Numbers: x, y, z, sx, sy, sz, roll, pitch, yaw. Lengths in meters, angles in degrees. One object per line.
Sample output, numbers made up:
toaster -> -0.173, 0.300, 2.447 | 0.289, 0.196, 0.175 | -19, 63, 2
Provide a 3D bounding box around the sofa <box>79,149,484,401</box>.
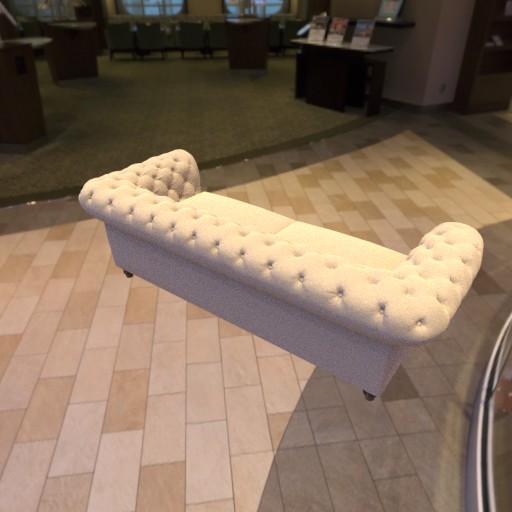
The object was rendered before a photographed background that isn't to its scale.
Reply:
sofa -> 0.000, 0.000, 3.103 | 2.694, 0.847, 1.076 | 21, 37, 31
